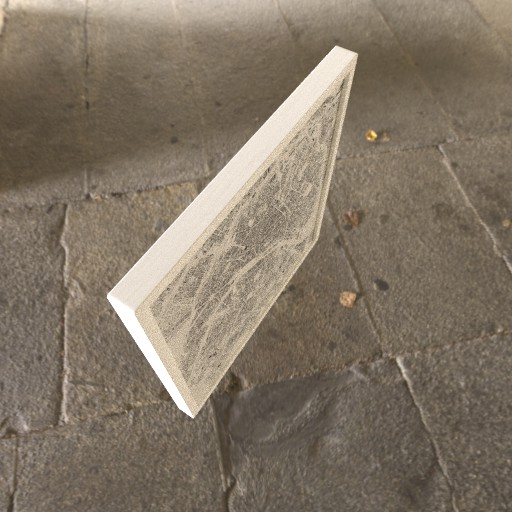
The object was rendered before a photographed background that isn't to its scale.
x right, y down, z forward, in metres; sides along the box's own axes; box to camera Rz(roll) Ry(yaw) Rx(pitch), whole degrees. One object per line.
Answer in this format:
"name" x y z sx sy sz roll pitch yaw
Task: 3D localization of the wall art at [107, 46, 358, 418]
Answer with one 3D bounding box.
"wall art" 0.000 0.000 0.778 0.038 0.508 0.508 29 63 16
